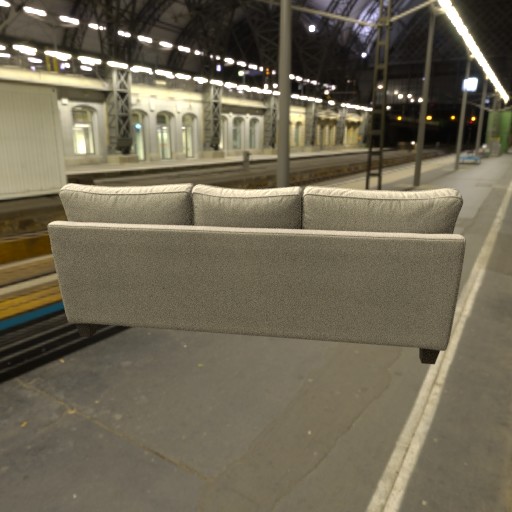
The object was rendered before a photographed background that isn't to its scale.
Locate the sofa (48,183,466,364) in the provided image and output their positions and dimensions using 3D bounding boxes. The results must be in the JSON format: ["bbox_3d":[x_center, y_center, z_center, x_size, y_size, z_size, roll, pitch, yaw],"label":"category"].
[{"bbox_3d":[0.000,0.000,2.922,2.323,0.991,1.016,3,15,9],"label":"sofa"}]
